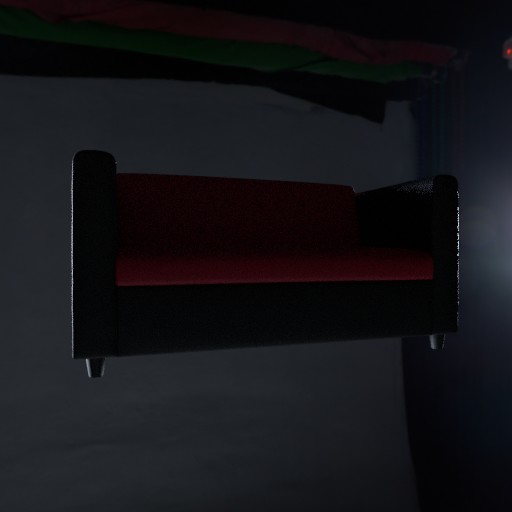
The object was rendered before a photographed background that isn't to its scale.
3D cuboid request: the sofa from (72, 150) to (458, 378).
[{"bbox_3d":[0.000,0.000,1.910,1.410,0.735,0.845,0,0,-18],"label":"sofa"}]
